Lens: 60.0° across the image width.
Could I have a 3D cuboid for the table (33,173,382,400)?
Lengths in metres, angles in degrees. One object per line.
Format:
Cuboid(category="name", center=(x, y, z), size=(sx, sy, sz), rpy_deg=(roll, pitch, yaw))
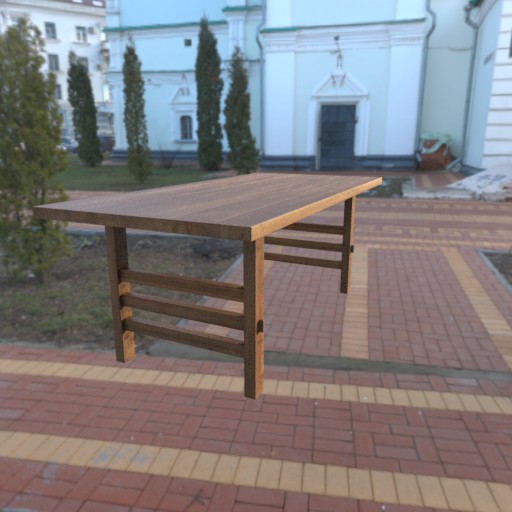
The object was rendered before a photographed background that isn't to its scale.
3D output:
Cuboid(category="table", center=(0.000, 0.000, 2.483), size=(0.952, 0.760, 2.003), rpy_deg=(7, 16, 25))
